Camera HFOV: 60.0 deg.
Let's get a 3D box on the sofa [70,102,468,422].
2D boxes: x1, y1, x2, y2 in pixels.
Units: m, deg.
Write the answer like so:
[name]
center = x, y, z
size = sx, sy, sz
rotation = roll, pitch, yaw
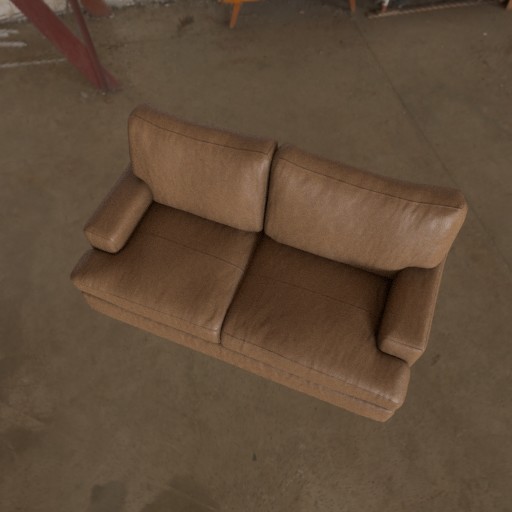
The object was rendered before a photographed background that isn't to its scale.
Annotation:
[sofa]
center = 0.000, 0.000, 2.351
size = 1.855, 0.980, 0.962
rotation = 19, 60, 11
